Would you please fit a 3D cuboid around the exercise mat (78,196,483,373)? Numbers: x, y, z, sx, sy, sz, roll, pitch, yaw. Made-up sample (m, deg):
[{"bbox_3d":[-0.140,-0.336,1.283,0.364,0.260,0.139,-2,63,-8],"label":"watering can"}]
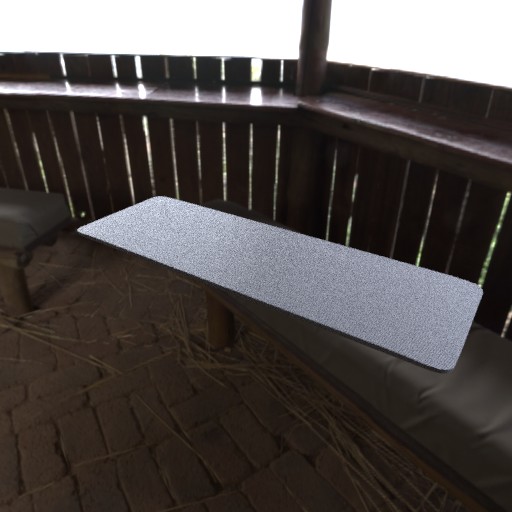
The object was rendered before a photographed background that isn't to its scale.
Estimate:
[{"bbox_3d":[0.000,0.000,2.069,1.884,0.021,0.616,18,33,29],"label":"exercise mat"}]
